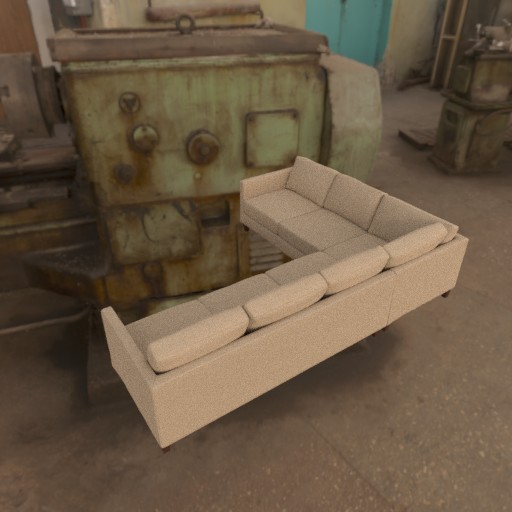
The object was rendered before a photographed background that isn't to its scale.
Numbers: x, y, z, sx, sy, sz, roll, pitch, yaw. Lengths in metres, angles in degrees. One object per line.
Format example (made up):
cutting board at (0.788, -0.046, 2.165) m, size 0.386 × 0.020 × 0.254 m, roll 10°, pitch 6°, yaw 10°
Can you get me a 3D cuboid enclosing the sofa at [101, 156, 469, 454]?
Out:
sofa at (0.000, 0.000, 4.327) m, size 3.182 × 0.863 × 2.432 m, roll -20°, pitch 37°, yaw -29°
